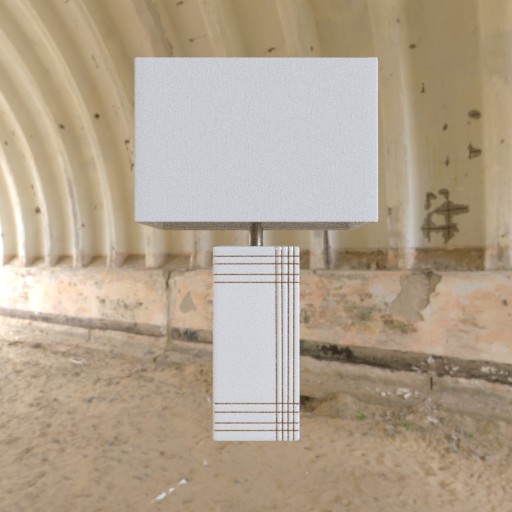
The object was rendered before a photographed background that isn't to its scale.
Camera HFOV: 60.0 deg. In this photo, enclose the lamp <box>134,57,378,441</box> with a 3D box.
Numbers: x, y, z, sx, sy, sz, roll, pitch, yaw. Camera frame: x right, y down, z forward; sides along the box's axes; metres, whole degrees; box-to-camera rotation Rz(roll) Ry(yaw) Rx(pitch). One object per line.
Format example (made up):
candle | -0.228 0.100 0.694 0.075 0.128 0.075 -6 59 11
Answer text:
lamp | 0.000 0.000 0.694 0.334 0.543 0.182 0 0 0
